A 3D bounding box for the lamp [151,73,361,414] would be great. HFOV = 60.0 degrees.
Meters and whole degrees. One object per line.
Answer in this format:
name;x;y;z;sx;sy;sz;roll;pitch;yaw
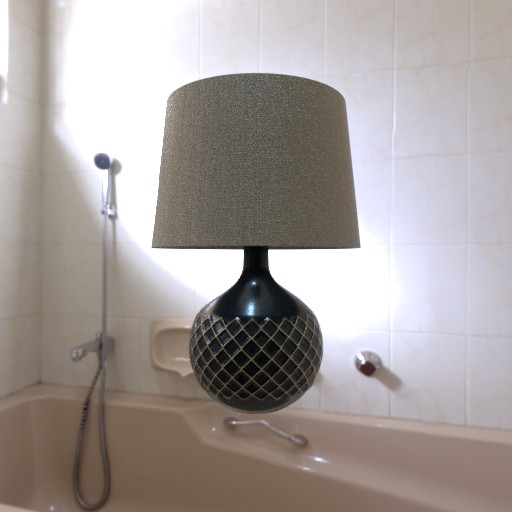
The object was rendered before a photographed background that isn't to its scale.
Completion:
lamp;0.000;0.000;0.816;0.376;0.540;0.376;0;0;0
